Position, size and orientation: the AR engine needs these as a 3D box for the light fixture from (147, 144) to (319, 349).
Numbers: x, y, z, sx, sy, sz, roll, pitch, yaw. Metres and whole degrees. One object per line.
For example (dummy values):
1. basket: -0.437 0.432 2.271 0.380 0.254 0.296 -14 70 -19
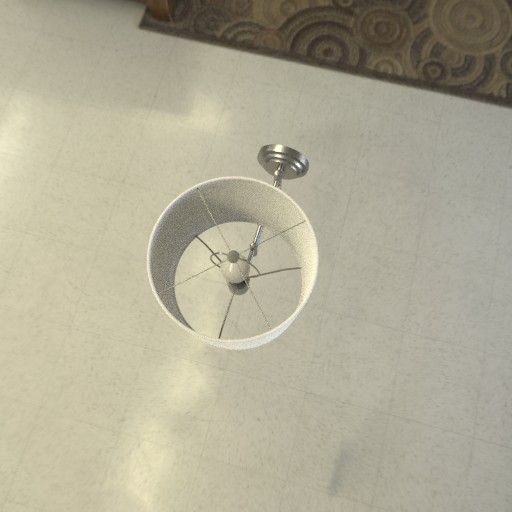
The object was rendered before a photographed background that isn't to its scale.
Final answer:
1. light fixture: 0.000 0.000 1.083 0.253 0.842 0.479 17 76 4
